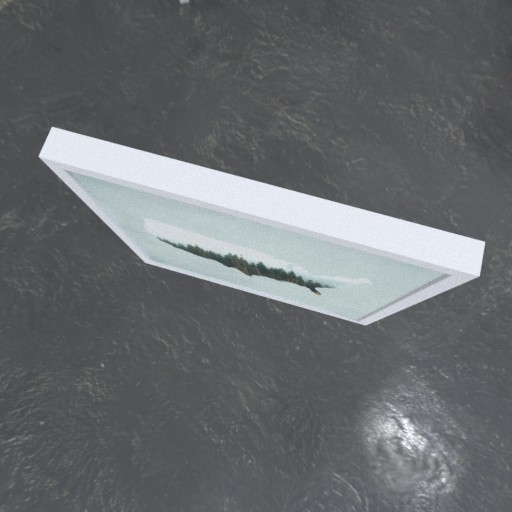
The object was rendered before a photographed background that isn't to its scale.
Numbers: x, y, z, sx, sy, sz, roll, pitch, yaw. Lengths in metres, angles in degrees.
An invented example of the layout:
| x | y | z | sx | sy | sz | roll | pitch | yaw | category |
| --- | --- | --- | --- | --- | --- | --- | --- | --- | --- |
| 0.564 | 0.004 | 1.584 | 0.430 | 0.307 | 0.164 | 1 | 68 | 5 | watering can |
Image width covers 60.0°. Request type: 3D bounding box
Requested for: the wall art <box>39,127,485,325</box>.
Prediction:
| x | y | z | sx | sy | sz | roll | pitch | yaw | category |
| --- | --- | --- | --- | --- | --- | --- | --- | --- | --- |
| 0.000 | 0.000 | 0.742 | 0.509 | 0.509 | 0.040 | 16 | 76 | 4 | wall art |
